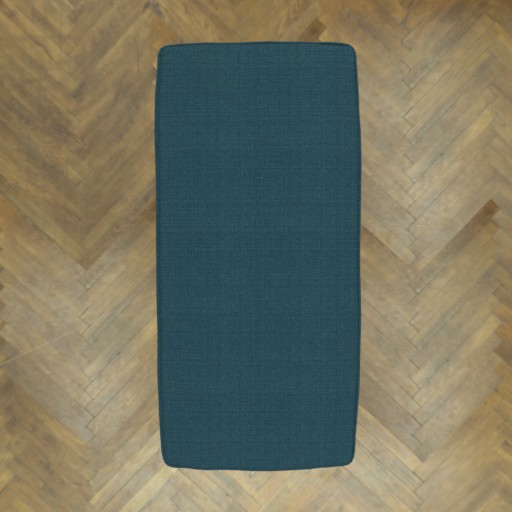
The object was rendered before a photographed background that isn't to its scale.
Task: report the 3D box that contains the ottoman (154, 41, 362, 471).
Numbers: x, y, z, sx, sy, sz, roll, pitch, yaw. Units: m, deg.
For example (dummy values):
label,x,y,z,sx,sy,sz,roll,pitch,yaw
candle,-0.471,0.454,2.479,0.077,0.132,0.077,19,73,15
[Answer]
label,x,y,z,sx,sy,sz,roll,pitch,yaw
ottoman,0.000,0.000,1.180,0.474,0.474,0.943,0,91,0
